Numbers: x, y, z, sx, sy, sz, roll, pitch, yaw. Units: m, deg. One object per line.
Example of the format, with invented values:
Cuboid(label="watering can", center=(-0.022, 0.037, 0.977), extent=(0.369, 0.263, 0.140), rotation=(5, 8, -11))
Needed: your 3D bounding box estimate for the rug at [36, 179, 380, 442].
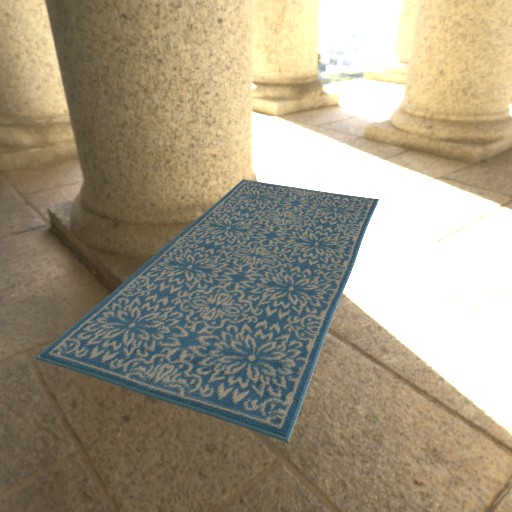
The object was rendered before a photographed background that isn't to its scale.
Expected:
Cuboid(label="rug", center=(0.000, 0.000, 1.402), extent=(0.604, 0.007, 1.219), rotation=(11, 32, 18))
